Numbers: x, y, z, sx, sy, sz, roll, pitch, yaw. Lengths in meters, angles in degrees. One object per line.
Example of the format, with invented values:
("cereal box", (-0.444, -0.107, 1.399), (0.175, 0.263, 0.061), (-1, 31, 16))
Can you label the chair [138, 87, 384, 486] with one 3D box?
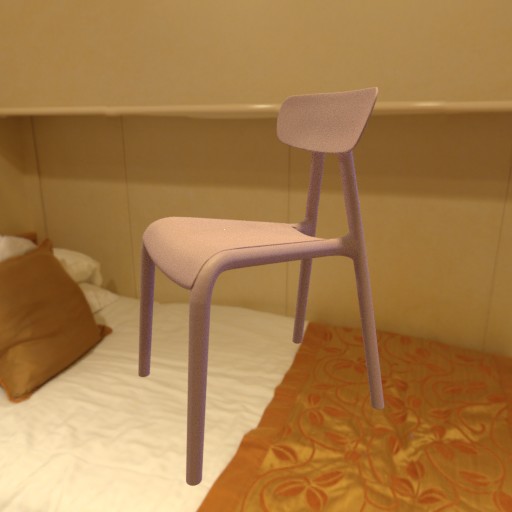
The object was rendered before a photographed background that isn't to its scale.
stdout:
("chair", (0.000, 0.000, 0.818), (0.401, 0.580, 0.356), (-8, 18, -25))
